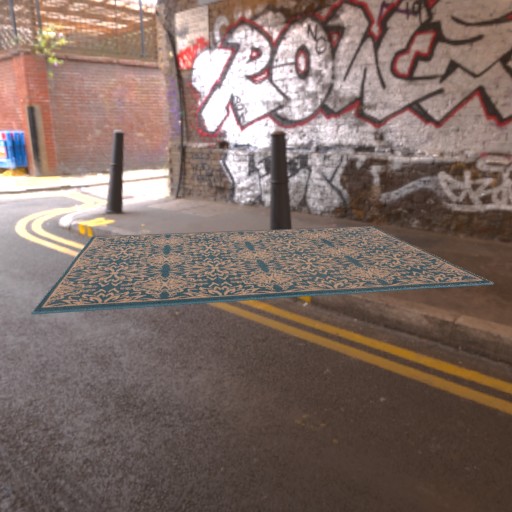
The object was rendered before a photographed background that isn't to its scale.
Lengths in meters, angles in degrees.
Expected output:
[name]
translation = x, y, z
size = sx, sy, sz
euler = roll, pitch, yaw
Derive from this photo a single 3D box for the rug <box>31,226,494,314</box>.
[rug]
translation = 0.000, 0.000, 2.295
size = 1.833, 0.012, 1.211
euler = -3, 16, -10
